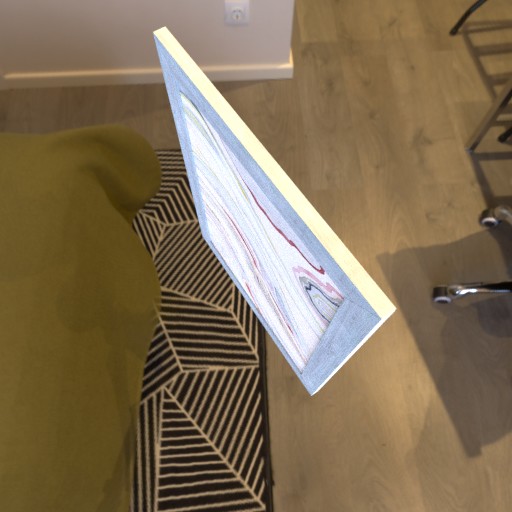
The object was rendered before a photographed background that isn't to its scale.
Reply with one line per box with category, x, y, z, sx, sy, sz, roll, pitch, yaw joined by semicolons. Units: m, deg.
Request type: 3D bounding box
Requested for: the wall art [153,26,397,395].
wall art;0.000;0.000;0.801;0.020;0.613;0.481;-31;69;-13
